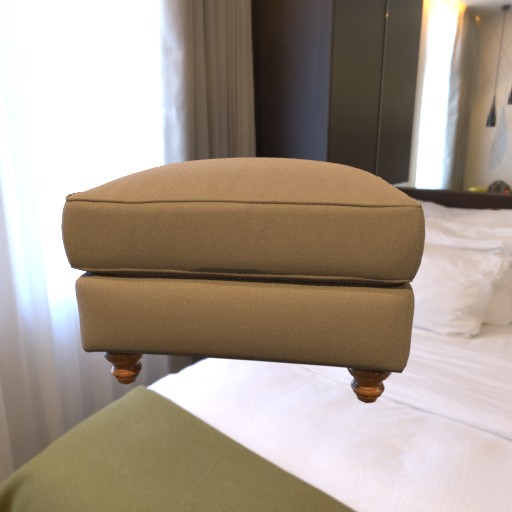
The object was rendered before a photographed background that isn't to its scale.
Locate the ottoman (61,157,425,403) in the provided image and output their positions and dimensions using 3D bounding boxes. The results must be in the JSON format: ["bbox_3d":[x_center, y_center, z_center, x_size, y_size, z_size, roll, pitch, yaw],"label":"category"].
[{"bbox_3d":[0.000,0.000,1.171,0.721,0.505,0.662,2,15,8],"label":"ottoman"}]
